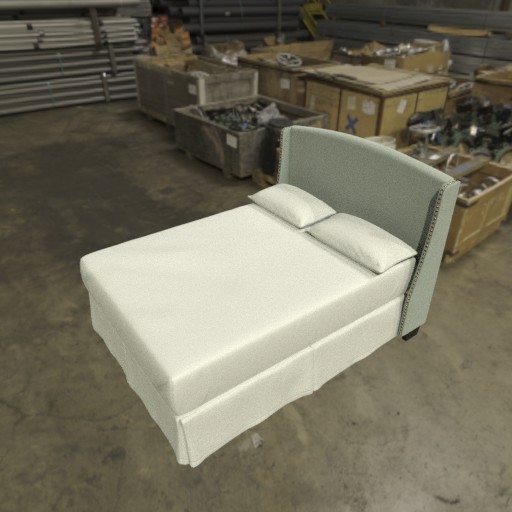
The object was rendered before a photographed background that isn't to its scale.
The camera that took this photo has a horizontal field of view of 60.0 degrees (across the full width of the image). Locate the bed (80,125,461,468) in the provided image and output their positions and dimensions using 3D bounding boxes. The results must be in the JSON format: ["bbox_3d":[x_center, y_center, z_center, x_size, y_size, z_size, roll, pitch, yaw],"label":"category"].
[{"bbox_3d":[0.000,0.000,3.346,2.237,1.407,1.710,-21,37,-30],"label":"bed"}]
